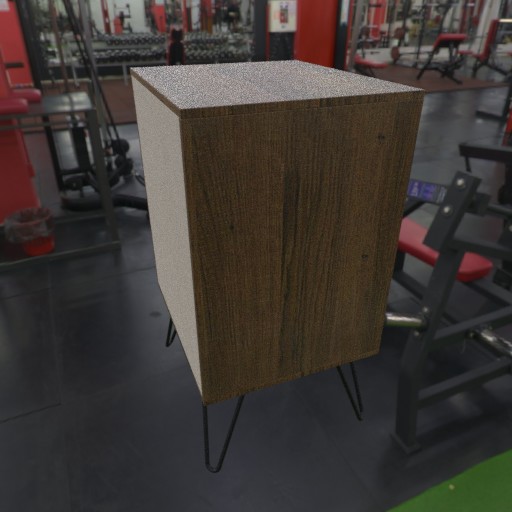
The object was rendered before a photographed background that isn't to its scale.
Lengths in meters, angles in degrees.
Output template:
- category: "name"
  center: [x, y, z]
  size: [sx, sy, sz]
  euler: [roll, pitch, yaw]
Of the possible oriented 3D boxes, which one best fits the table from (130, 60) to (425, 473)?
- category: "table"
  center: [0.000, 0.000, 1.147]
  size: [0.457, 0.866, 0.526]
  euler: [-11, 32, -19]
